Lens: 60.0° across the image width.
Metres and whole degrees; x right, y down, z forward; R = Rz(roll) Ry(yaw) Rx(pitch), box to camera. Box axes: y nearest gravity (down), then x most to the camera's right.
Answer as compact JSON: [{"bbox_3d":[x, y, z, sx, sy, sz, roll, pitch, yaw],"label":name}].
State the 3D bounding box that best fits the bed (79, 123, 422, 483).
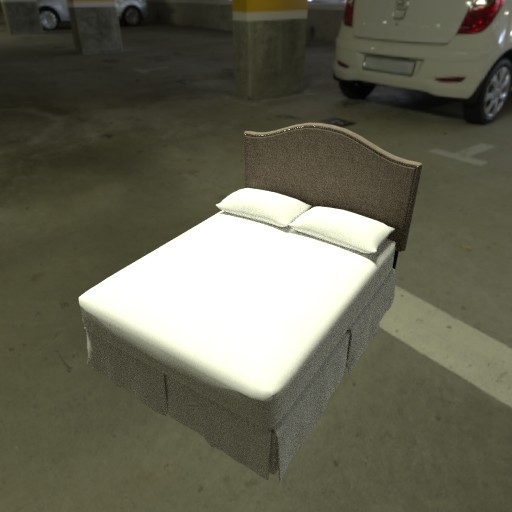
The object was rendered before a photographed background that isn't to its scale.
[{"bbox_3d":[0.000,0.000,3.327,1.713,1.518,2.153,19,36,28],"label":"bed"}]
